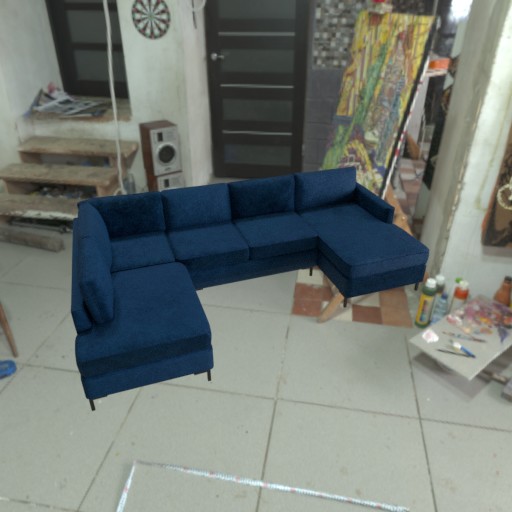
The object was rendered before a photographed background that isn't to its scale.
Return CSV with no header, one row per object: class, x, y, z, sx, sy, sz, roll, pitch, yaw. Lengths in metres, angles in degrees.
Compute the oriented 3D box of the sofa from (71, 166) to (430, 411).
sofa,0.000,0.000,4.451,3.434,0.992,2.055,-10,32,-17
